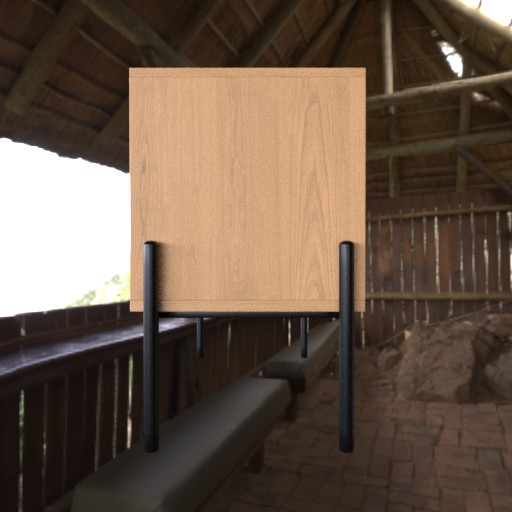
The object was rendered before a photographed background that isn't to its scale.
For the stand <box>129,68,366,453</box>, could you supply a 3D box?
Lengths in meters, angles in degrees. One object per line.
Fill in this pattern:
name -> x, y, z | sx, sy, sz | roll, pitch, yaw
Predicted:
stand -> 0.000, 0.000, 0.993 | 0.400, 0.600, 0.630 | 0, 1, 0
